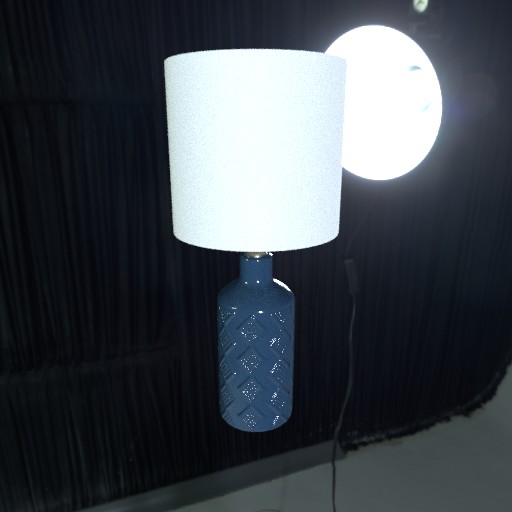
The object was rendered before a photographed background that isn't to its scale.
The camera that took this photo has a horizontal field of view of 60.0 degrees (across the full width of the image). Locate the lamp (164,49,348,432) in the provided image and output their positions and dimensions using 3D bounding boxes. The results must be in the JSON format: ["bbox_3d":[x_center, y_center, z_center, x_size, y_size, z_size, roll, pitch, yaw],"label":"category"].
[{"bbox_3d":[0.000,0.000,0.574,0.207,0.461,0.207,-8,18,-24],"label":"lamp"}]
